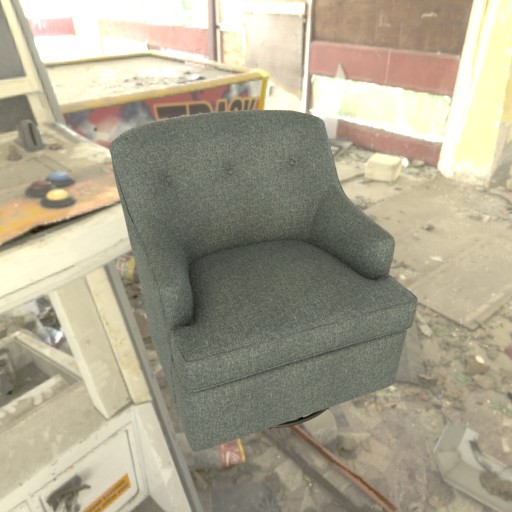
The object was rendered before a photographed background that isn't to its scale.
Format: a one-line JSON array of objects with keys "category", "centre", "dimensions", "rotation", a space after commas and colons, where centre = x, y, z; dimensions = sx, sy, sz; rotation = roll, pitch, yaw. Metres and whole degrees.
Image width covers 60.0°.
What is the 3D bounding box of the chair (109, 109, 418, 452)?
[{"category": "chair", "centre": [0.000, 0.000, 1.632], "dimensions": [0.864, 0.856, 0.923], "rotation": [-12, 33, -19]}]
